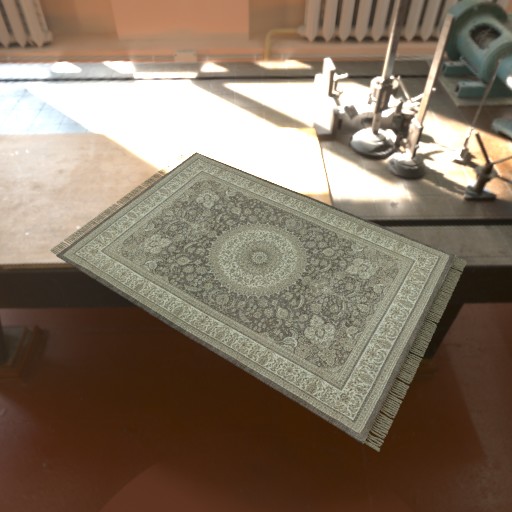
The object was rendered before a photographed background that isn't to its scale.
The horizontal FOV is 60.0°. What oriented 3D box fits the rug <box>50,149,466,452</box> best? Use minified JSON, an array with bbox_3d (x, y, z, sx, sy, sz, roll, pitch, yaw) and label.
[{"bbox_3d":[0.000,0.000,4.264,3.422,0.015,2.143,26,52,22],"label":"rug"}]
